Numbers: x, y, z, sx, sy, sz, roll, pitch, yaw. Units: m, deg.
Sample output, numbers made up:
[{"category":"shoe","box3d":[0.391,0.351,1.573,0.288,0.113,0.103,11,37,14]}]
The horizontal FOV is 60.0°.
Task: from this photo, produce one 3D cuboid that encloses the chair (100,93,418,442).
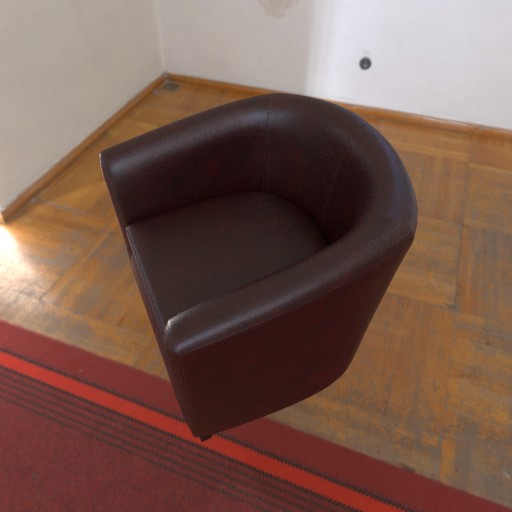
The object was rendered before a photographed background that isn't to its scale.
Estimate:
[{"category":"chair","box3d":[0.000,0.000,1.389,0.727,0.756,0.792,-18,50,-16]}]
